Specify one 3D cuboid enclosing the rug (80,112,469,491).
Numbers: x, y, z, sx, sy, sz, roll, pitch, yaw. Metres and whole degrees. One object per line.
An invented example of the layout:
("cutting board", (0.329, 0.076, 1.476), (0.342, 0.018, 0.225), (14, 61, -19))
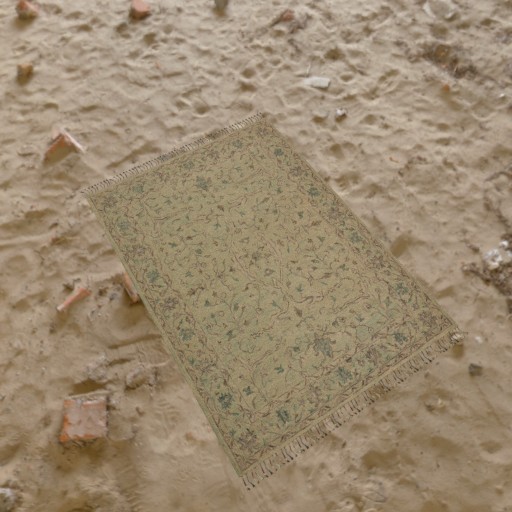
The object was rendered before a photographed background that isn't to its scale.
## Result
("rug", (0.000, 0.000, 2.307), (1.247, 0.008, 1.802), (-28, 63, -16))
